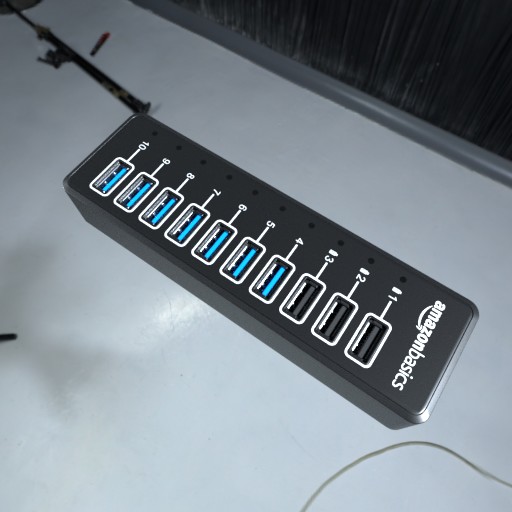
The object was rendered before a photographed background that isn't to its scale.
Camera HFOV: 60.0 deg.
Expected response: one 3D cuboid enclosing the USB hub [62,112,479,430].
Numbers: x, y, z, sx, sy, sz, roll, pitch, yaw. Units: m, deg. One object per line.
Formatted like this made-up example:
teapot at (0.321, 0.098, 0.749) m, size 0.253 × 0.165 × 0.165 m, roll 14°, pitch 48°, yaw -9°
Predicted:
USB hub at (0.000, 0.000, 0.159) m, size 0.145 × 0.023 × 0.044 m, roll 32°, pitch 69°, yaw 14°
